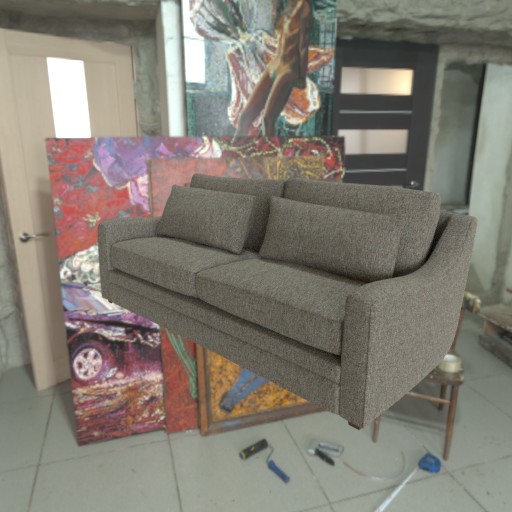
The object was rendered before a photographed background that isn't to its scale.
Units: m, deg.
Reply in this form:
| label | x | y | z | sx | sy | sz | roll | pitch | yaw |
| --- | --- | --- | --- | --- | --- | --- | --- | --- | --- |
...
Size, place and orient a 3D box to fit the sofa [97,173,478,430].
| label | x | y | z | sx | sy | sz | roll | pitch | yaw |
| --- | --- | --- | --- | --- | --- | --- | --- | --- | --- |
| sofa | 0.000 | 0.000 | 2.979 | 2.418 | 0.998 | 1.103 | 15 | 21 | 41 |
